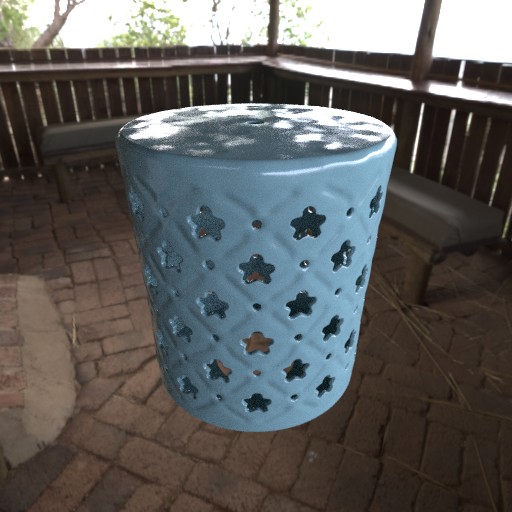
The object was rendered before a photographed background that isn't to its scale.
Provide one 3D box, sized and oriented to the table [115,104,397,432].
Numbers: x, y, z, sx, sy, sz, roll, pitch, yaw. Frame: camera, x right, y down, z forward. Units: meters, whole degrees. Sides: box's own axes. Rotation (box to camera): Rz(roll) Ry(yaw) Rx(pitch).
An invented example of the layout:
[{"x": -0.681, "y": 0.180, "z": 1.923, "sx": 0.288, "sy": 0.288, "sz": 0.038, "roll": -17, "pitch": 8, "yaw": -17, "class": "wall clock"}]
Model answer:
[{"x": 0.000, "y": 0.000, "z": 0.658, "sx": 0.352, "sy": 0.387, "sz": 0.352, "roll": 0, "pitch": 28, "yaw": 0, "class": "table"}]
